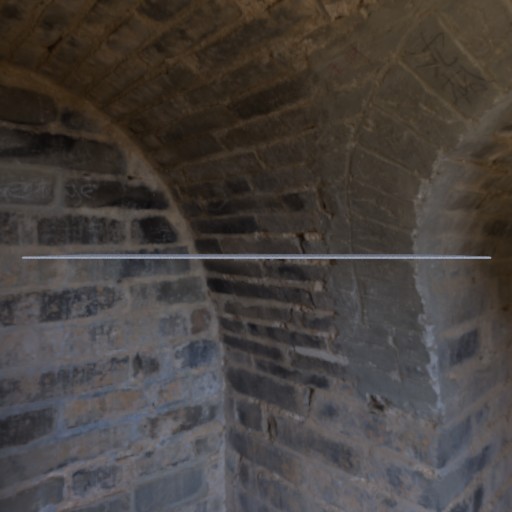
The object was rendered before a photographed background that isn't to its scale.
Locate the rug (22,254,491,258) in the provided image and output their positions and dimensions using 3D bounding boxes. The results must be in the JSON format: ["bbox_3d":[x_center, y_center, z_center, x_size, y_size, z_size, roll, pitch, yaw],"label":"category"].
[{"bbox_3d":[0.000,0.000,2.665,2.430,0.012,0.759,0,1,0],"label":"rug"}]
